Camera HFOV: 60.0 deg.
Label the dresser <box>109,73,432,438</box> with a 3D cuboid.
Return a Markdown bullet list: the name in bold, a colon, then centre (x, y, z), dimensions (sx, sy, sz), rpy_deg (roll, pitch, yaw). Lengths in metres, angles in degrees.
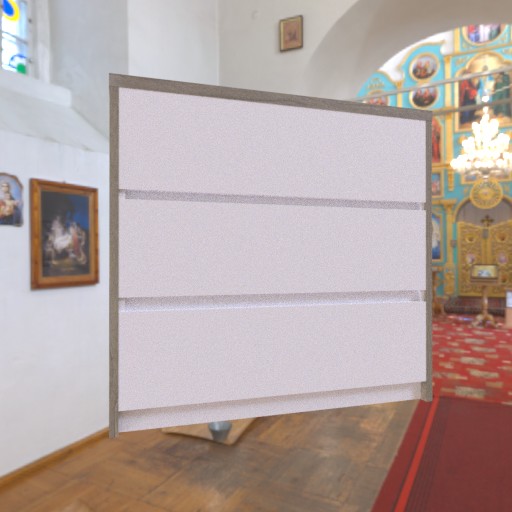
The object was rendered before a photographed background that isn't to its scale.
- **dresser**: centre (0.000, 0.000, 1.298), dimensions (0.809, 0.762, 0.529), rpy_deg (0, 0, -17)
